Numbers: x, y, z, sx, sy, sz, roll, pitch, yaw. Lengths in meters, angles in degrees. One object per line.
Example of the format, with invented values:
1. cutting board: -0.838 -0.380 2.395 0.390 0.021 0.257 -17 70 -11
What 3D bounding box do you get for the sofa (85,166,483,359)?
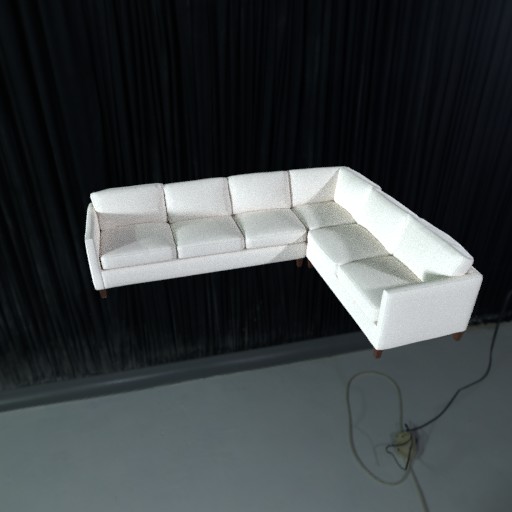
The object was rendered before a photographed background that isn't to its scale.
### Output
1. sofa: 0.000 0.000 4.507 3.302 0.947 2.593 -8 32 -14
